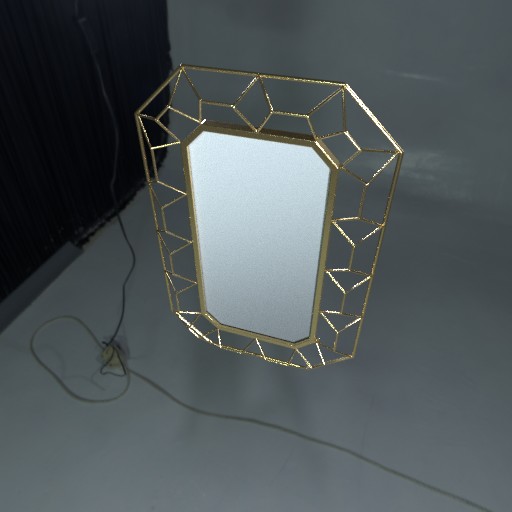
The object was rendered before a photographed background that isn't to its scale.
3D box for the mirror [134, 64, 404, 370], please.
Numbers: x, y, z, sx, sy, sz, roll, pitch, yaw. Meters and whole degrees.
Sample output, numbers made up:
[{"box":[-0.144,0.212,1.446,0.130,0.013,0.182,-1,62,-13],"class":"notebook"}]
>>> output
[{"box":[0.000,0.000,1.095,0.572,0.870,0.051,12,43,13],"class":"mirror"}]
